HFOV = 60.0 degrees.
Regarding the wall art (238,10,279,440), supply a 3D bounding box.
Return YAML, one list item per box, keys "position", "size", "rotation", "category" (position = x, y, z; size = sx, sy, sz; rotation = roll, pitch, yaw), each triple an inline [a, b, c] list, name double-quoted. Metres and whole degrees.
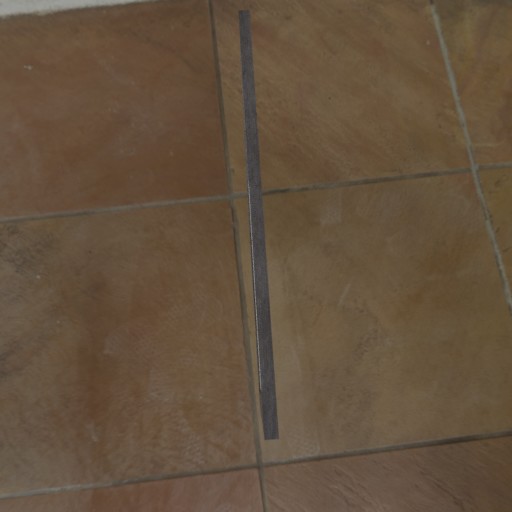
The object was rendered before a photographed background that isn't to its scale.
- position: [0.000, 0.000, 0.666]
  size: [0.013, 0.457, 0.457]
  rotation: [-3, 75, -1]
  category: "wall art"
